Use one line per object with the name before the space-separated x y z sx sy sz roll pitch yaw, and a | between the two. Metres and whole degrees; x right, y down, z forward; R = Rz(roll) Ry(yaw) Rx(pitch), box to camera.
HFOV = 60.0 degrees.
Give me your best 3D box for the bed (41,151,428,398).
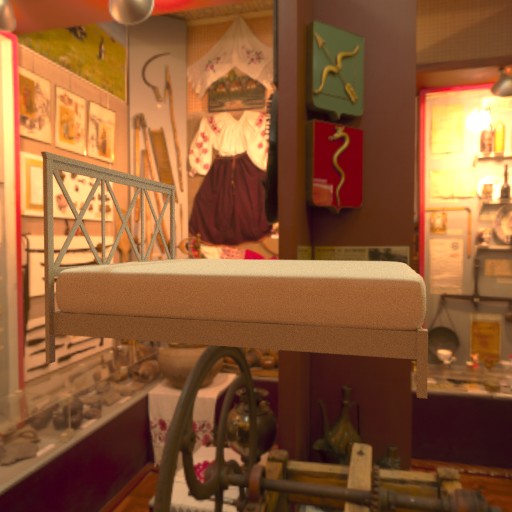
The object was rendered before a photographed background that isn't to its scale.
bed | 0.000 0.000 3.114 2.135 1.253 1.673 1 2 16
